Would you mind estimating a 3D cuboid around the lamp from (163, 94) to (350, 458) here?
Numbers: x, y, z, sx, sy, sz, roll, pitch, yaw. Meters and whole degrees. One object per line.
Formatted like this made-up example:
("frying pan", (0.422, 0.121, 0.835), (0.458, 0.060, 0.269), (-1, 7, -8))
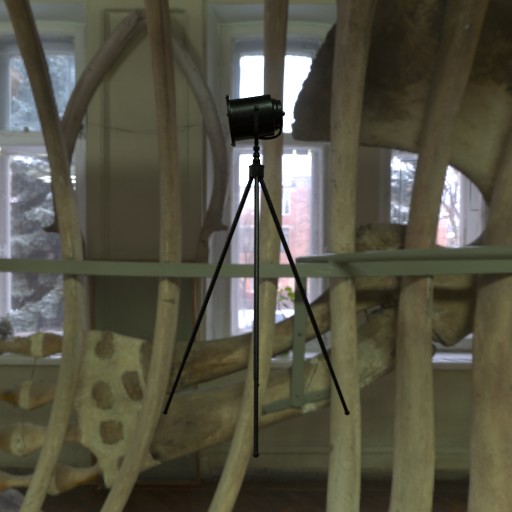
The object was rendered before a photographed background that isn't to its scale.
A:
("lamp", (0.000, 0.000, 2.083), (0.884, 1.504, 0.879), (0, 1, 1))
